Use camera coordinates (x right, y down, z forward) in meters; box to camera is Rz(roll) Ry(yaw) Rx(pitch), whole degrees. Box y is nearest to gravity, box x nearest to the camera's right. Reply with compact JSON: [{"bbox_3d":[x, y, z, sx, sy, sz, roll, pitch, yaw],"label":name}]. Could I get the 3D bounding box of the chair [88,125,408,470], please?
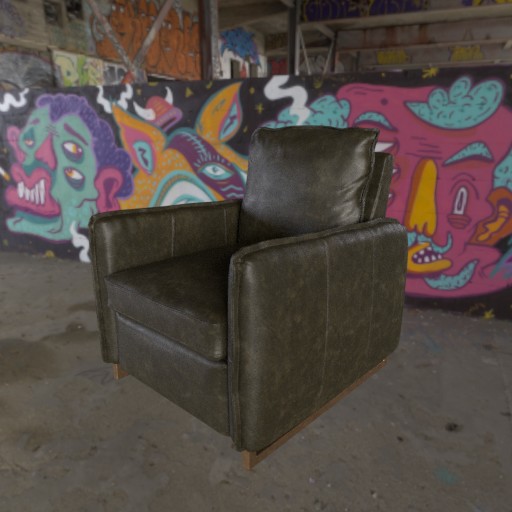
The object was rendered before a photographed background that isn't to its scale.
[{"bbox_3d":[0.000,0.000,1.610,0.830,0.921,0.921,14,20,41],"label":"chair"}]
